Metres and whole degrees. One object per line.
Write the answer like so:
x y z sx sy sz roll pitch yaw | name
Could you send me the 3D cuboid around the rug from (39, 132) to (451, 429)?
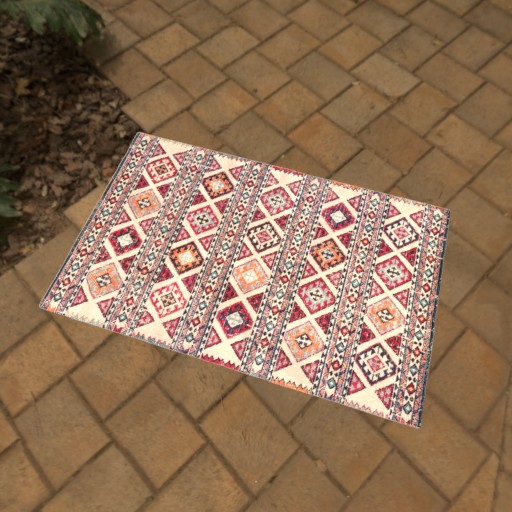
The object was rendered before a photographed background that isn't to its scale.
0.000 0.000 2.996 2.440 0.010 1.545 16 64 8 | rug
